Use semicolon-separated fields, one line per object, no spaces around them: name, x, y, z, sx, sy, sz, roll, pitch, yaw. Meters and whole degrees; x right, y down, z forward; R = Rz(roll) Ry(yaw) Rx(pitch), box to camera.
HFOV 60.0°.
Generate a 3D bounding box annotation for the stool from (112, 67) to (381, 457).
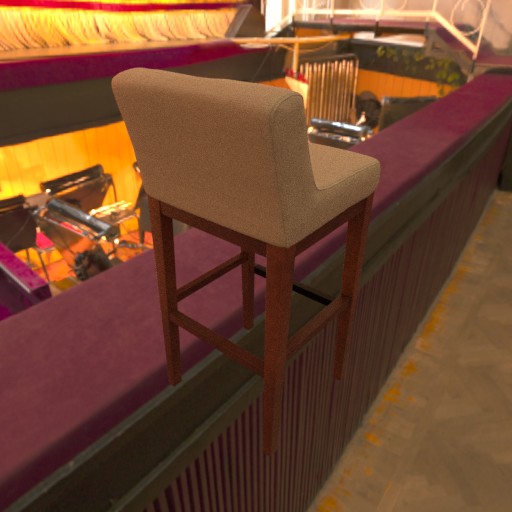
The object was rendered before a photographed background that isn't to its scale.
stool;0.000;0.000;1.316;0.511;1.037;0.500;23;37;34
